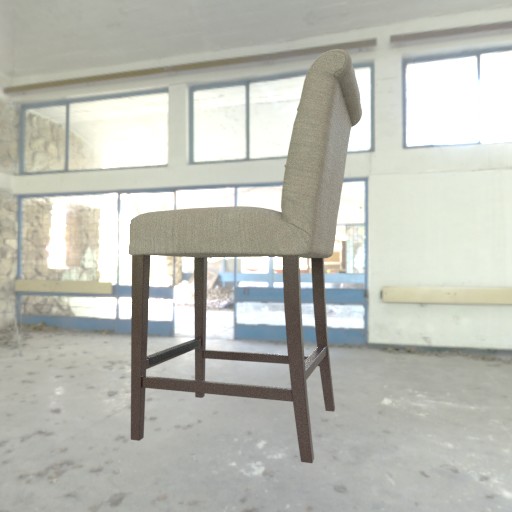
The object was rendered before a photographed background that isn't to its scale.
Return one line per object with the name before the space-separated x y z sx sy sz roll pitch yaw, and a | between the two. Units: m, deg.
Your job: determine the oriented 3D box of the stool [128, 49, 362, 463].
stool | 0.000 0.000 1.440 0.660 1.084 0.486 0 -1 17
